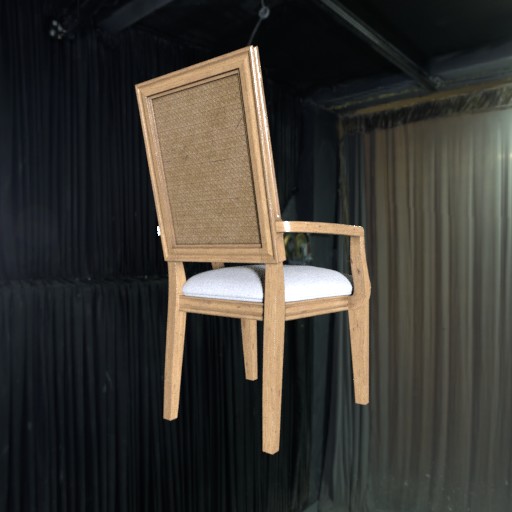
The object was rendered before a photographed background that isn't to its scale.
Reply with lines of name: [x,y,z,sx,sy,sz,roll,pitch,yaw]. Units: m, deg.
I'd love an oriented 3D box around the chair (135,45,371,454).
chair: [0.000,0.000,1.389,0.606,0.990,0.602,1,1,36]
